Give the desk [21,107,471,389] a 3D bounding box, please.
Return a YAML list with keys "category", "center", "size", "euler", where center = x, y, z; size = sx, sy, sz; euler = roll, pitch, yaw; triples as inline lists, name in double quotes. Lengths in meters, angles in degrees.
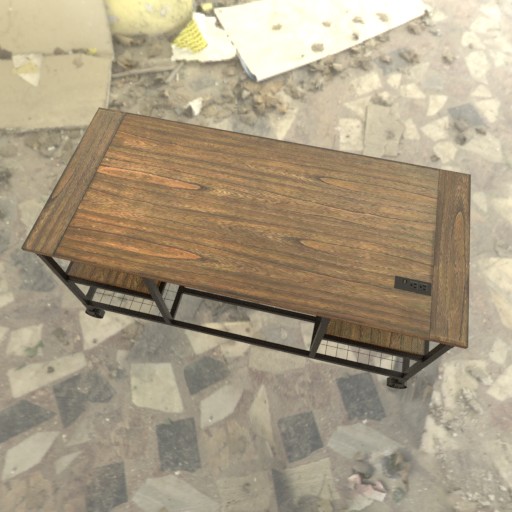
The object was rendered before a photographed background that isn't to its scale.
- category: "desk"
  center: [0.000, 0.000, 1.990]
  size: [1.590, 0.751, 0.711]
  euler: [12, 63, 6]
